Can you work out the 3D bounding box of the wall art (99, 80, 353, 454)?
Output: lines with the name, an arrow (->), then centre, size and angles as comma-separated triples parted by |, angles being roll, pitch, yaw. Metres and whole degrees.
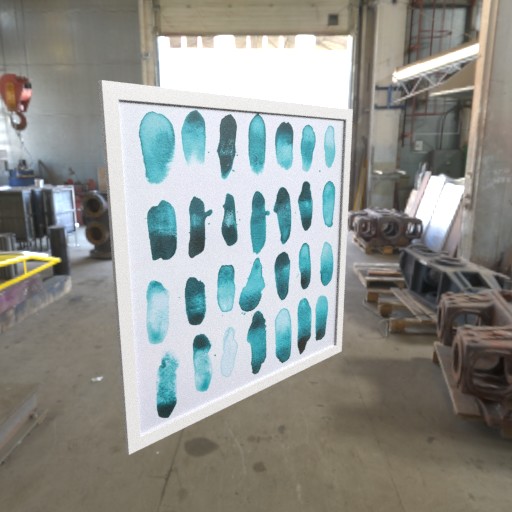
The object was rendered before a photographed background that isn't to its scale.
wall art -> 0.000, 0.000, 0.829 | 0.558, 0.559, 0.009 | -12, 17, -42
